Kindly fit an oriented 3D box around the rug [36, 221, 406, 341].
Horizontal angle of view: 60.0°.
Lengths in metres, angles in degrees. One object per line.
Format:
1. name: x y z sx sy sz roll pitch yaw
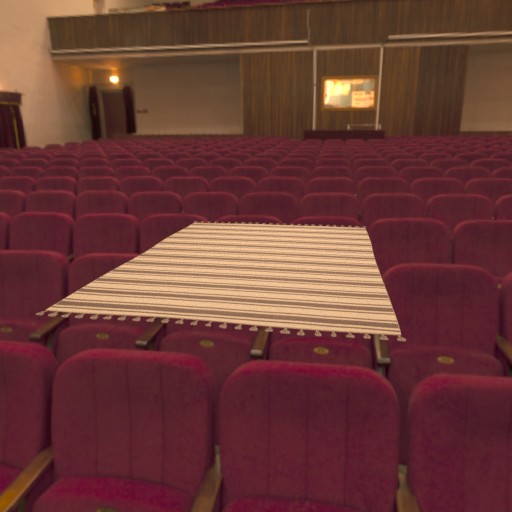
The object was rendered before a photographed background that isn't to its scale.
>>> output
1. rug: 0.000 0.000 3.791 2.030 0.017 3.040 3 15 10
